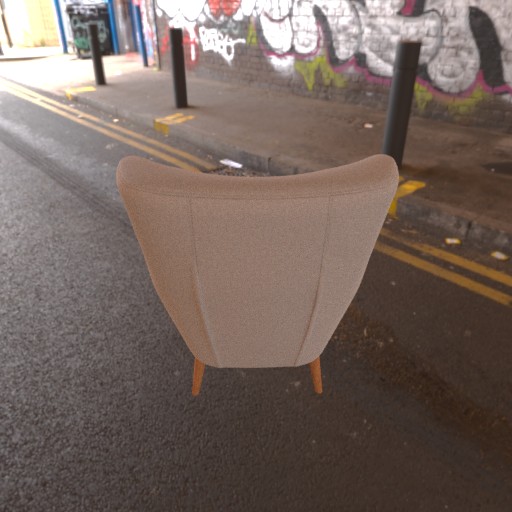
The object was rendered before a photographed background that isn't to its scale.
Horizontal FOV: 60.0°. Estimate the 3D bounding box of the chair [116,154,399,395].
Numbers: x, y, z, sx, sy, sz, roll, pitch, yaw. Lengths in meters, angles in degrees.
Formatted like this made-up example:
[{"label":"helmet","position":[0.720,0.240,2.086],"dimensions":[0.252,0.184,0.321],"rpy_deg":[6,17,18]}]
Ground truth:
[{"label":"chair","position":[0.000,0.000,1.648],"dimensions":[0.890,0.889,0.889],"rpy_deg":[-1,29,-1]}]
